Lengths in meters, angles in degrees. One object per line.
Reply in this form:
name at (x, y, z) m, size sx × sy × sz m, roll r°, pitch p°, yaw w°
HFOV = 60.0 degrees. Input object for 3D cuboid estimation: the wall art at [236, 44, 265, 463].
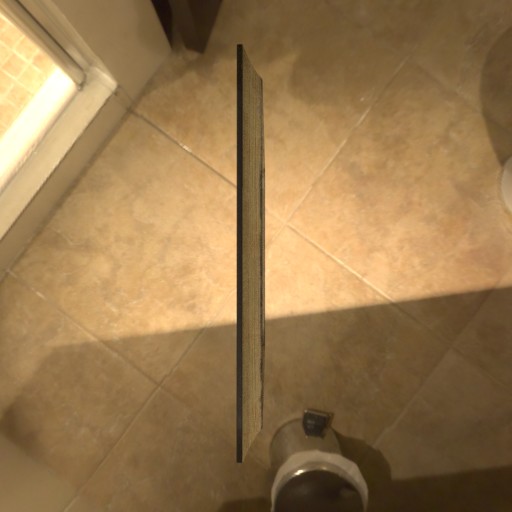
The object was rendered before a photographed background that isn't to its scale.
wall art at (0.000, 0.000, 0.630) m, size 0.023 × 0.457 × 0.381 m, roll 0°, pitch 89°, yaw 2°
